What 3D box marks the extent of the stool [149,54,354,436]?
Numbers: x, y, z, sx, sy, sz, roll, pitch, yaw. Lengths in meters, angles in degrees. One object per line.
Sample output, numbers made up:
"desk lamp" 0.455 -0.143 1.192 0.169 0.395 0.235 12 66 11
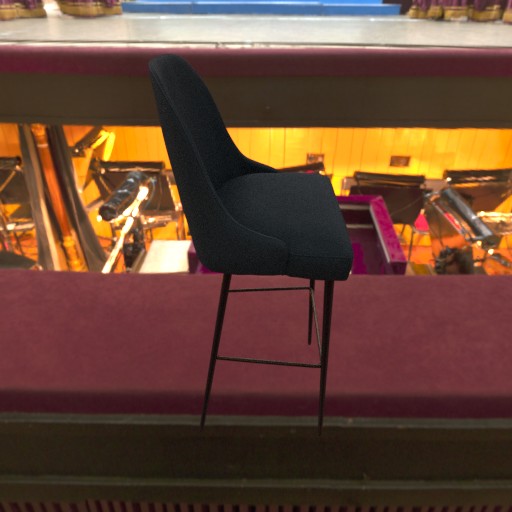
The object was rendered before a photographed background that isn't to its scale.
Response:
"stool" 0.000 0.000 1.319 0.489 1.079 0.527 1 31 1
